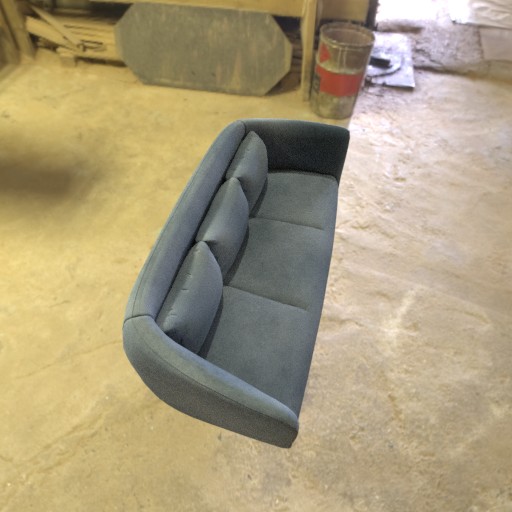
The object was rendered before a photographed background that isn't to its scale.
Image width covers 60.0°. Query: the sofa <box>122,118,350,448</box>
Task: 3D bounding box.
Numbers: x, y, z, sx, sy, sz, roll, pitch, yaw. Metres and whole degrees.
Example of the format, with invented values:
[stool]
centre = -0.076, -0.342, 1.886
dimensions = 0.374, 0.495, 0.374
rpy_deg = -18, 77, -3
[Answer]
[sofa]
centre = 0.000, 0.000, 2.553
dimensions = 0.849, 0.795, 2.095
rpy_deg = 10, 47, 9
